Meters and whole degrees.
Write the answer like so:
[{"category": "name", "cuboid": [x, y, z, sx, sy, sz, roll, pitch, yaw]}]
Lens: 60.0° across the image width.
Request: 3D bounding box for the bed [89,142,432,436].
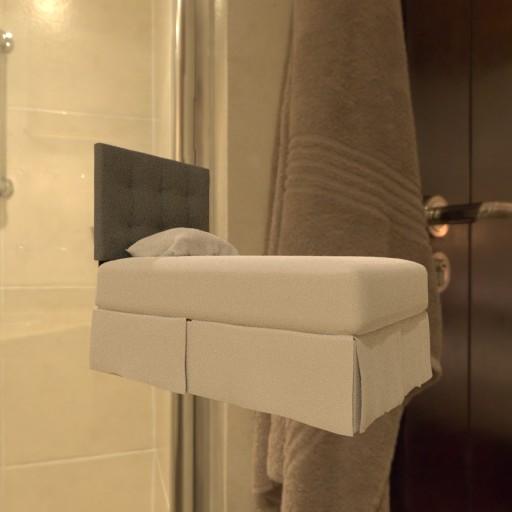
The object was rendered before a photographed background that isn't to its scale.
[{"category": "bed", "cuboid": [0.000, 0.000, 2.956, 1.997, 1.571, 1.261, 0, 0, 36]}]
